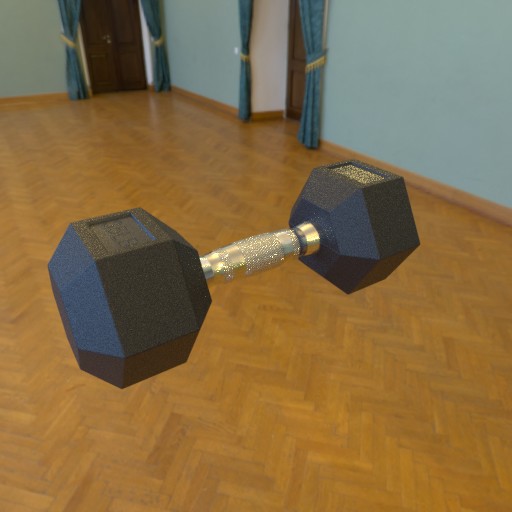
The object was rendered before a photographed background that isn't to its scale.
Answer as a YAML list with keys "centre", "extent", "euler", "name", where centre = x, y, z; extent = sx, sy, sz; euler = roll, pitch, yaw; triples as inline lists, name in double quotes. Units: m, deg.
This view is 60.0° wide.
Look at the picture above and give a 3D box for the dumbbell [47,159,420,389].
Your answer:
- centre: [0.000, 0.000, 0.429]
  extent: [0.356, 0.123, 0.141]
  euler: [-18, 34, -28]
  name: "dumbbell"
